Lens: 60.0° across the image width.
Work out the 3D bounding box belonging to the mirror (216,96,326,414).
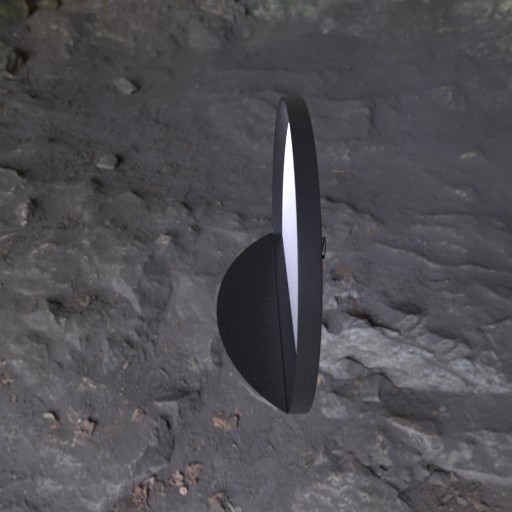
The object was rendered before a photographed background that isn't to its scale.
[{"bbox_3d":[0.000,0.000,0.677,0.133,0.457,0.457,-1,41,-1],"label":"mirror"}]
